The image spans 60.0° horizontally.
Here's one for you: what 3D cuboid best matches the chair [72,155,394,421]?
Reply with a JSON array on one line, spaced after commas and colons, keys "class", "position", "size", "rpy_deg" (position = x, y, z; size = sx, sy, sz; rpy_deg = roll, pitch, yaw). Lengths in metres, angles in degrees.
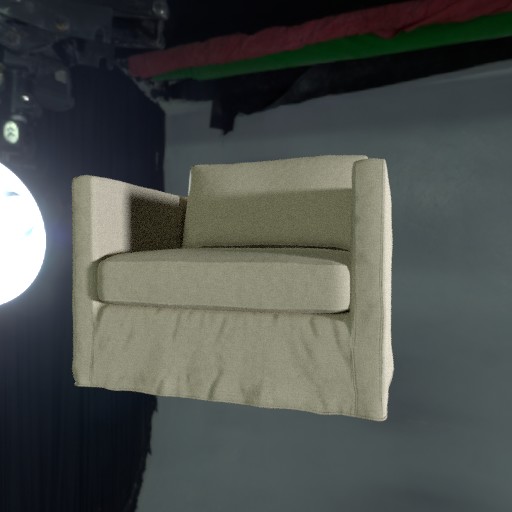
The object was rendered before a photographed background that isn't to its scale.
[{"class": "chair", "position": [0.000, 0.000, 1.775], "size": [1.057, 0.867, 0.949], "rpy_deg": [0, 1, 18]}]
